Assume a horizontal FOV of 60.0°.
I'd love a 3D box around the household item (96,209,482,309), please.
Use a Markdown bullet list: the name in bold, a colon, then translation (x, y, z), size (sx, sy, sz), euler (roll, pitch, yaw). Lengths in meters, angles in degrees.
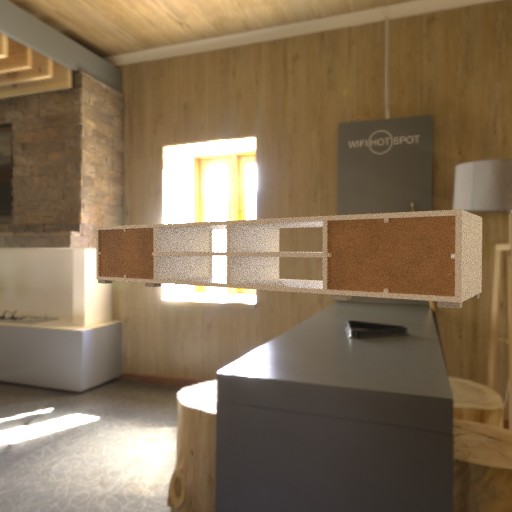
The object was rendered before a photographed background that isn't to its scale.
- **household item**: translation (0.000, 0.000, 2.079), size (1.850, 0.310, 0.420), euler (1, 1, 35)
